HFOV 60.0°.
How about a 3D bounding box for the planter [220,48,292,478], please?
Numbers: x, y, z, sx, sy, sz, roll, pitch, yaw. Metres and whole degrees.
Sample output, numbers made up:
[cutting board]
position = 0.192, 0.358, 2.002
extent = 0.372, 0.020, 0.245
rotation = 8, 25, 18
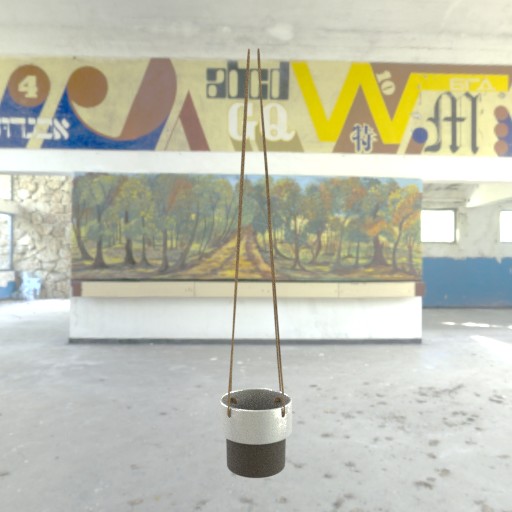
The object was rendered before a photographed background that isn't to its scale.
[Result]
[planter]
position = 0.000, 0.000, 1.145
extent = 0.187, 1.073, 0.187
rotation = 0, 0, -1
